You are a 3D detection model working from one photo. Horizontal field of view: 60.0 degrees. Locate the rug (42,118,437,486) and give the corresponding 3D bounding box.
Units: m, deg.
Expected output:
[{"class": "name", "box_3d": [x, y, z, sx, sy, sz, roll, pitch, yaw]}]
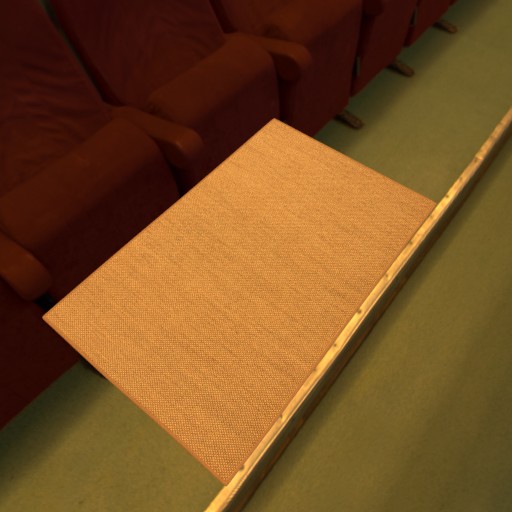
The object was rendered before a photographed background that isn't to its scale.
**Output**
[{"class": "rug", "box_3d": [0.000, 0.000, 2.103, 1.061, 0.012, 1.668, 34, 63, 20]}]
